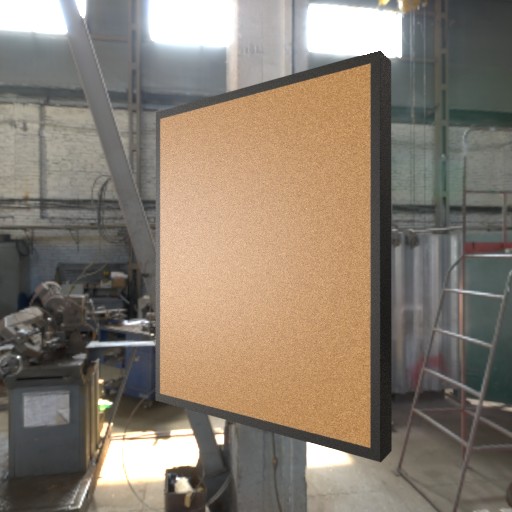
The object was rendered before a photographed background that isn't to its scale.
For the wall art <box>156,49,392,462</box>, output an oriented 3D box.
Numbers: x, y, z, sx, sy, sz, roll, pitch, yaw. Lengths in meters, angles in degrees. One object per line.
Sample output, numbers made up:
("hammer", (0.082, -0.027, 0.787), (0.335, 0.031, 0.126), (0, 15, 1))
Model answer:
("wall art", (0.000, 0.000, 0.493), (0.294, 0.369, 0.030), (0, 0, 36))
